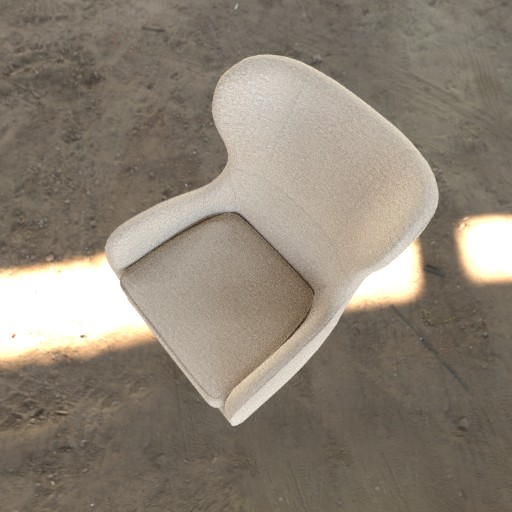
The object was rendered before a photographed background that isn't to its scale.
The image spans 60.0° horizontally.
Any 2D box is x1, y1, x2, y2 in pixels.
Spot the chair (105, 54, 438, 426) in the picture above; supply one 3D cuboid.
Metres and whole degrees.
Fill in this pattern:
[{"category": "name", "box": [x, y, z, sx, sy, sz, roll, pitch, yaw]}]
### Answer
[{"category": "chair", "box": [0.000, 0.000, 1.765, 0.984, 1.064, 0.861, -37, 70, -16]}]
